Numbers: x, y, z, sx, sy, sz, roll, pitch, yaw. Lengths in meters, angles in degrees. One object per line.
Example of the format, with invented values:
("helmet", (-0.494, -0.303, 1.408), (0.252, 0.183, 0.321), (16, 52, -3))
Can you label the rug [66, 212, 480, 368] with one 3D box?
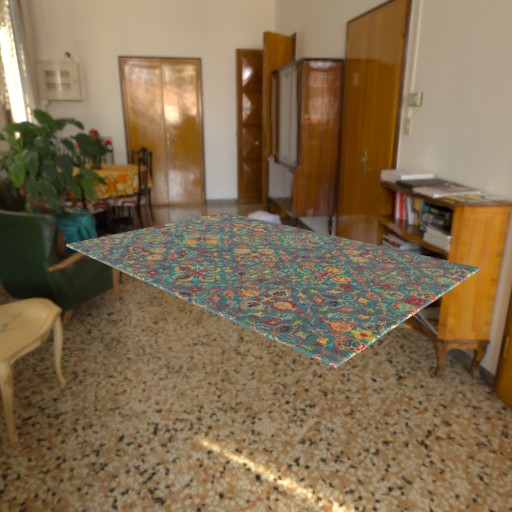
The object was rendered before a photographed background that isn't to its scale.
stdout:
("rug", (0.000, 0.000, 2.328), (1.836, 0.014, 1.216), (16, 24, 42))
